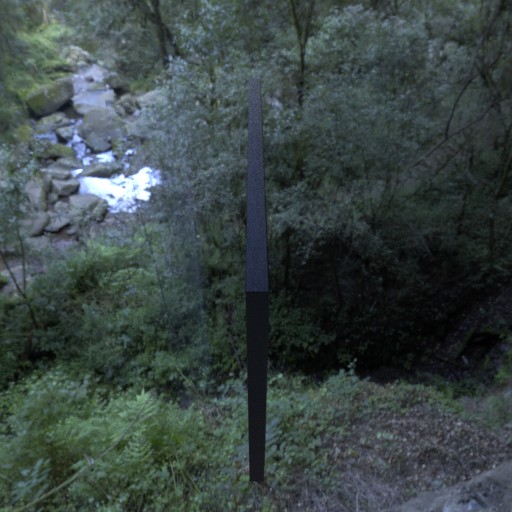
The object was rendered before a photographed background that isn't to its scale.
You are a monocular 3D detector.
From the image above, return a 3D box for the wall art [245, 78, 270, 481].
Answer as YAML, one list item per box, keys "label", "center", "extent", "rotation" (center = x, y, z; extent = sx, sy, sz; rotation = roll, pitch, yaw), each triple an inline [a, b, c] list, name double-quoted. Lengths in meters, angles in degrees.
- label: "wall art"
  center: [0.000, 0.000, 0.863]
  extent: [0.027, 0.458, 0.657]
  rotation: [0, 40, 0]
